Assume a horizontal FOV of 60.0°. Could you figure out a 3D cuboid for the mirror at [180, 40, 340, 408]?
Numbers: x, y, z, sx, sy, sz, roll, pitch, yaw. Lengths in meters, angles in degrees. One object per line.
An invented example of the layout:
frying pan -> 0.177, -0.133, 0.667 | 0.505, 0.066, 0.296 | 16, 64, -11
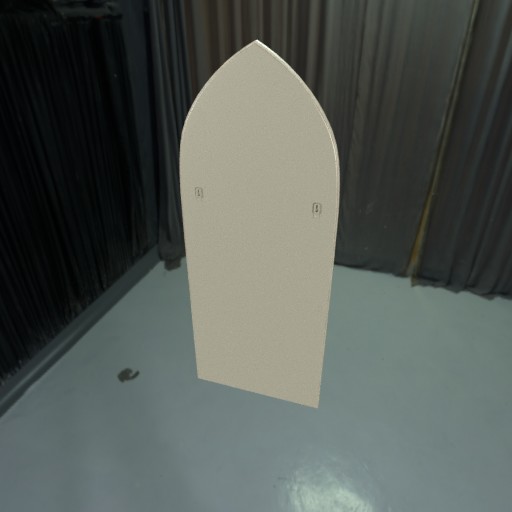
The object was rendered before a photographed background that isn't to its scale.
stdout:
mirror -> 0.000, 0.000, 1.336 | 0.464, 1.175, 0.025 | 10, 33, 15
